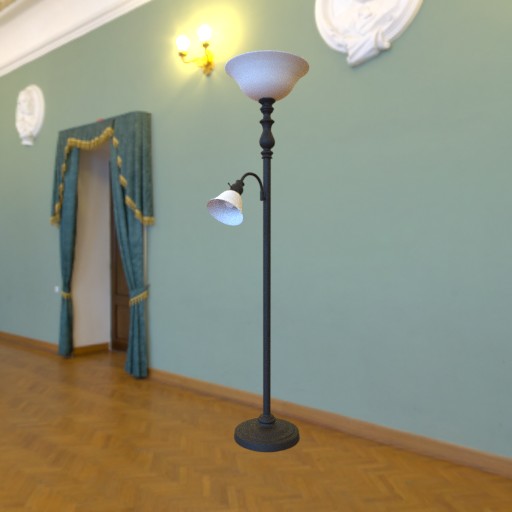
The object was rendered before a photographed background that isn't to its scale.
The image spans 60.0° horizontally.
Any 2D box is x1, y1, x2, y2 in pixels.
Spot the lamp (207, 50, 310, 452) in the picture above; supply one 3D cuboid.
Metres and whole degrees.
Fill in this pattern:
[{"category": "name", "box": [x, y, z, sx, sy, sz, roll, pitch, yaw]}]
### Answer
[{"category": "lamp", "box": [0.000, 0.000, 2.074, 0.405, 1.793, 0.588, 1, 2, 35]}]
